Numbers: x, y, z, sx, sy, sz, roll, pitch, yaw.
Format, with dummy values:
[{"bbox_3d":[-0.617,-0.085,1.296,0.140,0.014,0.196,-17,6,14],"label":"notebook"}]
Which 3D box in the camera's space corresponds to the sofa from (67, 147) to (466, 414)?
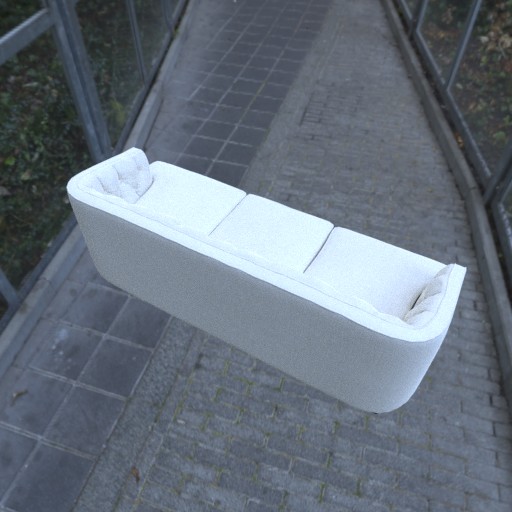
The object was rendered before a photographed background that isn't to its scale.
[{"bbox_3d":[0.000,0.000,2.716,2.278,0.855,0.941,23,51,20],"label":"sofa"}]
